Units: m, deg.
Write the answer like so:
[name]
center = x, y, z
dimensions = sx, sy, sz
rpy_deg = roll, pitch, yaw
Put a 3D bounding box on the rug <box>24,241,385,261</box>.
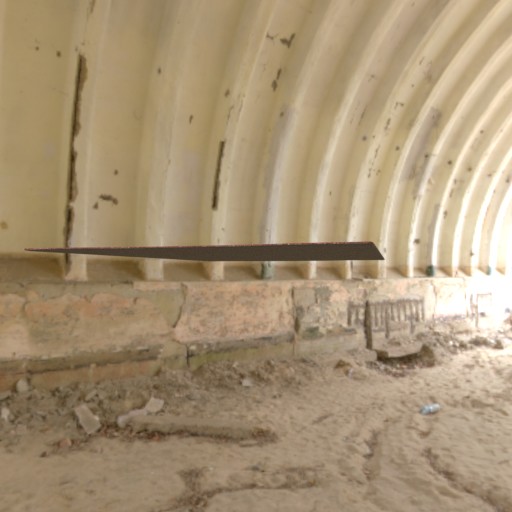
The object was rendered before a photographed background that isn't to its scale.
[rug]
center = 0.000, 0.000, 5.140
dimensions = 2.803, 0.025, 3.965
rpy_deg = -1, -2, 17
